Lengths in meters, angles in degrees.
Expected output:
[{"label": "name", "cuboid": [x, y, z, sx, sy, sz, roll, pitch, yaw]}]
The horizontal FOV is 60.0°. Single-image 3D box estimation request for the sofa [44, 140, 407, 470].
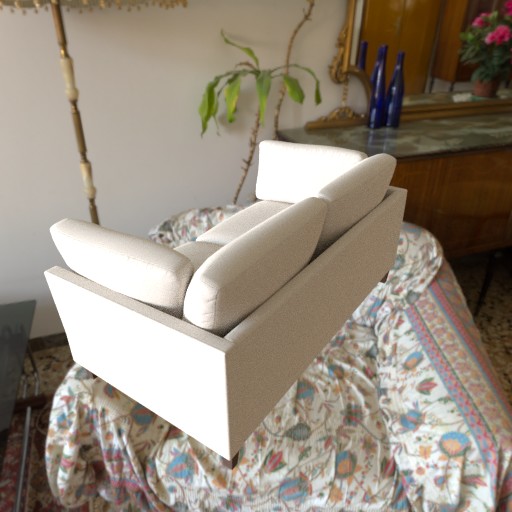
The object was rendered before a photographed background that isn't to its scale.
[{"label": "sofa", "cuboid": [0.000, 0.000, 2.315, 0.970, 0.836, 1.776, 19, 34, 30]}]
